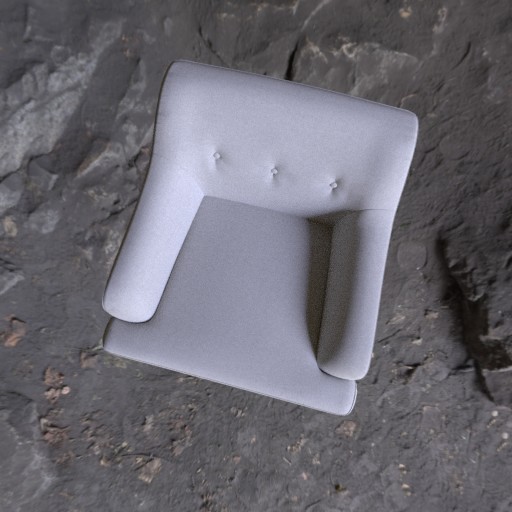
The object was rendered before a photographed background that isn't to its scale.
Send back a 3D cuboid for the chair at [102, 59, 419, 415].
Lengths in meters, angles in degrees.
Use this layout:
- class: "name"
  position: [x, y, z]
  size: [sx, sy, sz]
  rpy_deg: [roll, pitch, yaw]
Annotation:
- class: "chair"
  position: [0.000, 0.000, 1.646]
  size: [0.946, 0.818, 0.951]
  rpy_deg: [14, 76, 4]
